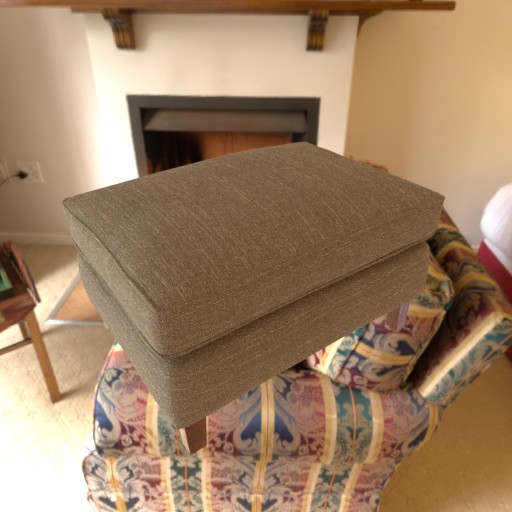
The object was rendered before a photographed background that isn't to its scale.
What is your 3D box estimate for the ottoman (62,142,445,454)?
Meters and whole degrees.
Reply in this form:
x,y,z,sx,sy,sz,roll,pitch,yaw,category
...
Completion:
x,y,z,sx,sy,sz,roll,pitch,yaw,category
0.000,0.000,1.002,0.686,0.406,0.508,-21,38,-30,ottoman
